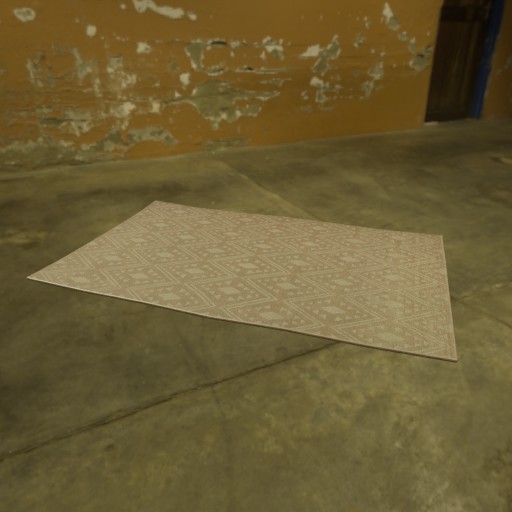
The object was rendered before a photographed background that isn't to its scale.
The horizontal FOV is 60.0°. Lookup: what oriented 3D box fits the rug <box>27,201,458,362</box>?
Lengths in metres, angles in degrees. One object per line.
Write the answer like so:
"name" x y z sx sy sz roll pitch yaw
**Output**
"rug" 0.000 0.000 3.001 2.430 0.053 1.553 8 27 17
